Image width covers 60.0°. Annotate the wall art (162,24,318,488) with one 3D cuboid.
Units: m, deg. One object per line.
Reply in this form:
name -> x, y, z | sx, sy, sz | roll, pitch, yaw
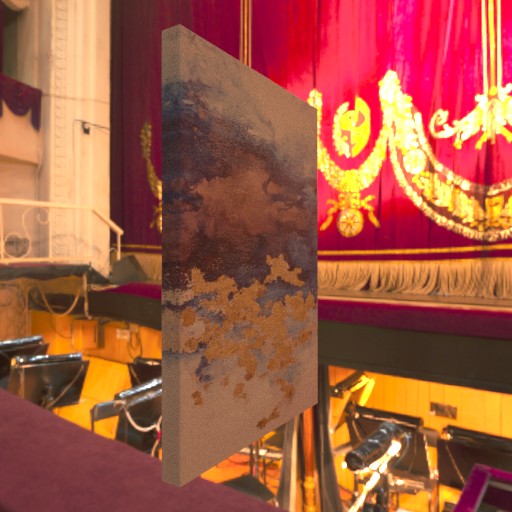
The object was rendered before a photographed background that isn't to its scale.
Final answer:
wall art -> 0.000, 0.000, 1.089 | 0.048, 0.874, 0.583 | 0, 0, 34
